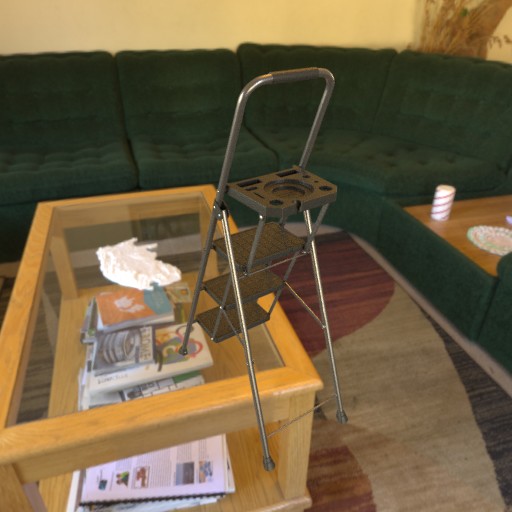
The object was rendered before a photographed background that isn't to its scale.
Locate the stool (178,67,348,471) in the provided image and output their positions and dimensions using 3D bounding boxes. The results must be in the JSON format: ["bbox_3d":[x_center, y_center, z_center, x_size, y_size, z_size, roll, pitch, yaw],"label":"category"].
[{"bbox_3d":[0.000,0.000,1.573,0.396,1.277,0.733,-19,36,-28],"label":"stool"}]
